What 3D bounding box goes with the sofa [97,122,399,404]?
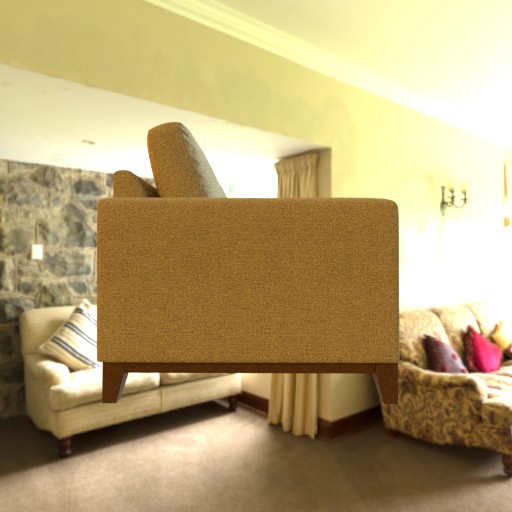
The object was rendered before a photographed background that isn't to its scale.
[{"bbox_3d":[0.000,0.000,1.989,0.917,0.873,1.420,0,0,1],"label":"sofa"}]
